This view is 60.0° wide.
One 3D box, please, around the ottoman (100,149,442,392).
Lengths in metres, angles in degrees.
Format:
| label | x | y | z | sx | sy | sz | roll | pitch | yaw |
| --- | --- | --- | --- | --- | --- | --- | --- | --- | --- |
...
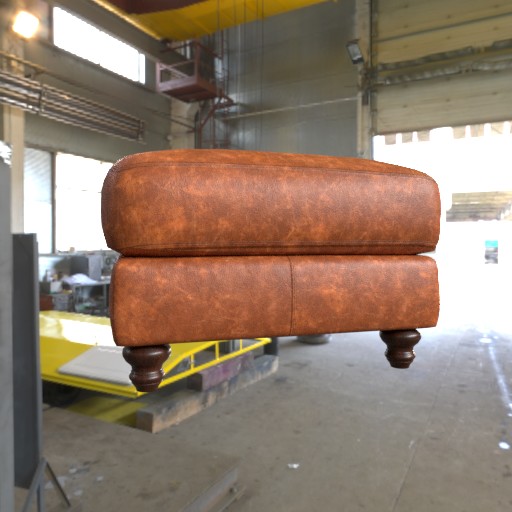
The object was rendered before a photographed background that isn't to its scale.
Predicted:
| label | x | y | z | sx | sy | sz | roll | pitch | yaw |
| --- | --- | --- | --- | --- | --- | --- | --- | --- | --- |
| ottoman | 0.000 | 0.000 | 1.281 | 0.832 | 0.562 | 0.657 | 0 | 2 | -17 |
